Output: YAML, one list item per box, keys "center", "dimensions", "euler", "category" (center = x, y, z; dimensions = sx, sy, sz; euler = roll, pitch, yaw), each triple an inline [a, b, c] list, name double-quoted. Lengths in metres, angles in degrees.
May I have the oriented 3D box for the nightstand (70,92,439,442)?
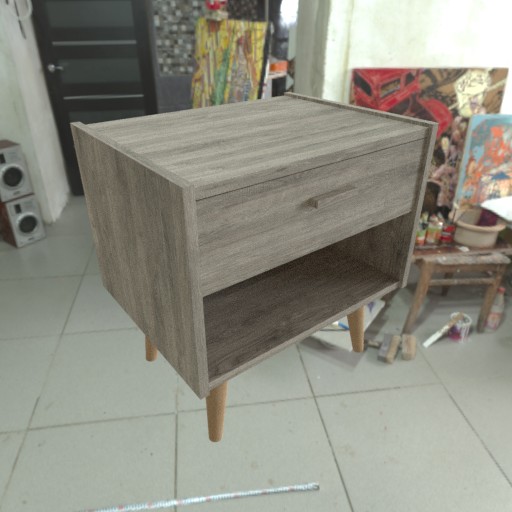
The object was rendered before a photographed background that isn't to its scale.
- center: [0.000, 0.000, 0.850]
  dimensions: [0.480, 0.500, 0.380]
  euler: [-21, 36, -32]
  category: "nightstand"
